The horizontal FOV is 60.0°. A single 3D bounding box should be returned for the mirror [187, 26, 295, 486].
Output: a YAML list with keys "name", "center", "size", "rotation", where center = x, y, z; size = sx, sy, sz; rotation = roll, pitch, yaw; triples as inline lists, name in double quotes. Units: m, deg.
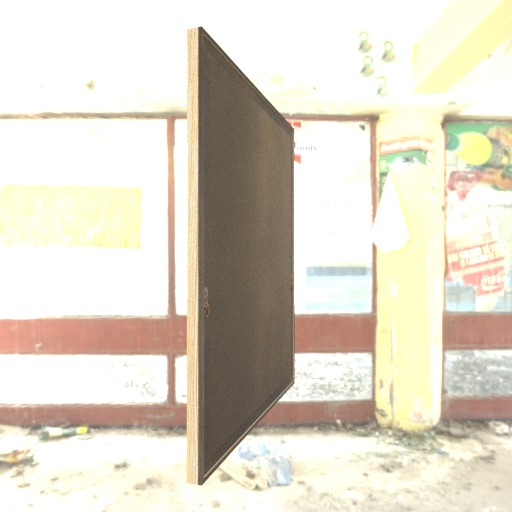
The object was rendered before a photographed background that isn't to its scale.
- name: "mirror"
  center: [0.000, 0.000, 1.201]
  size: [0.032, 0.882, 0.730]
  rotation: [0, 0, 19]
